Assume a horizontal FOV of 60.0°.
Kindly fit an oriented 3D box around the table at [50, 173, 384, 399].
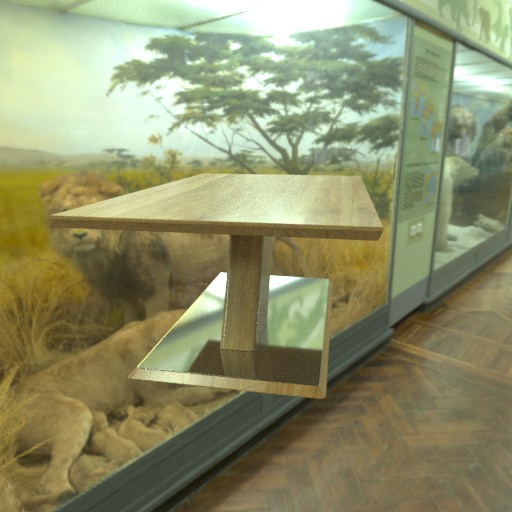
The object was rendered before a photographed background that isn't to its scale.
[{"bbox_3d":[0.000,0.000,1.468,0.692,0.441,1.100,3,15,10],"label":"table"}]
